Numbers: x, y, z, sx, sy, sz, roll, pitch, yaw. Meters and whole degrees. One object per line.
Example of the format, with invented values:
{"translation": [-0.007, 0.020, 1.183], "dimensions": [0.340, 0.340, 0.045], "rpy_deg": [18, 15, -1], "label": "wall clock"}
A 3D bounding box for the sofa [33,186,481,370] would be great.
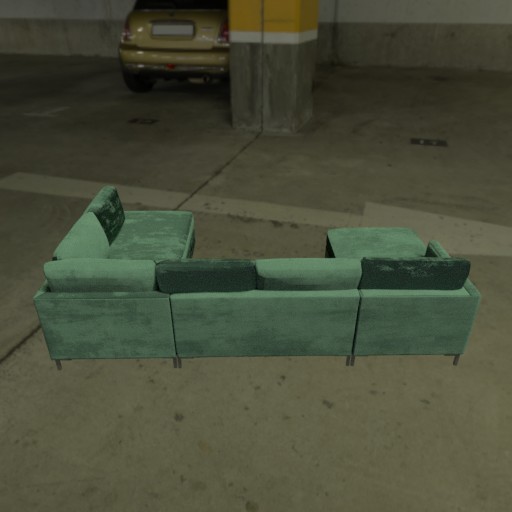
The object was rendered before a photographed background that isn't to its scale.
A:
{"translation": [0.000, 0.000, 4.333], "dimensions": [3.434, 0.992, 2.055], "rpy_deg": [-1, 30, -1], "label": "sofa"}
